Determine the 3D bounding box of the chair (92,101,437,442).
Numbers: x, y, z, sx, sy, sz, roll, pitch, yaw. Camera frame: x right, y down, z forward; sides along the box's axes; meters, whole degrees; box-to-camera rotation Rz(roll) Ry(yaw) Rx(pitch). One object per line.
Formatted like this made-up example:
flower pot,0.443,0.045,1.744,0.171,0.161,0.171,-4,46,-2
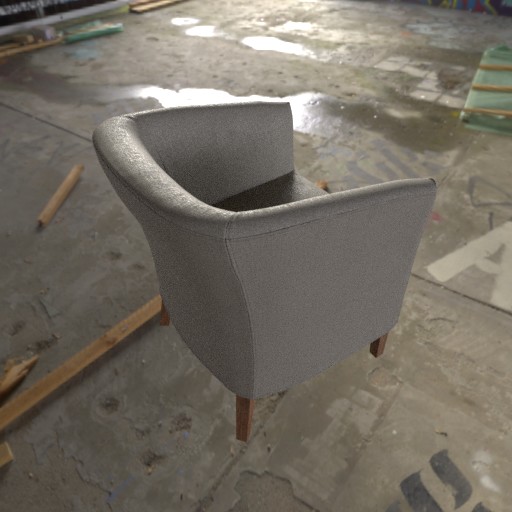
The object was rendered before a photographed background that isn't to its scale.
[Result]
chair,0.000,0.000,1.237,0.668,0.771,0.600,-24,47,-25
